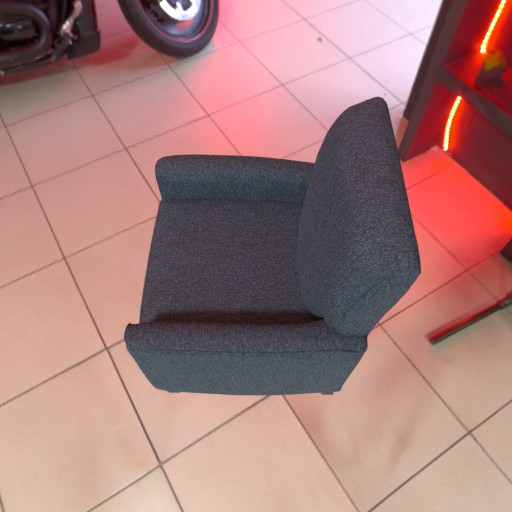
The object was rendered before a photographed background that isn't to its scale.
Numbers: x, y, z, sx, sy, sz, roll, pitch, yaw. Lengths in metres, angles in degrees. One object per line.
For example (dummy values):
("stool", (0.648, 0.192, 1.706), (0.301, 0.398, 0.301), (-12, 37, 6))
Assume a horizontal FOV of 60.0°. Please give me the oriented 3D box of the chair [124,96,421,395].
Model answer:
("chair", (0.000, 0.000, 1.647), (0.850, 1.016, 0.839), (1, 58, 0))
